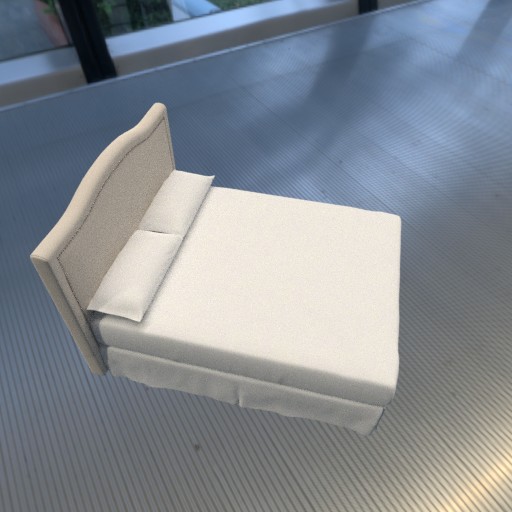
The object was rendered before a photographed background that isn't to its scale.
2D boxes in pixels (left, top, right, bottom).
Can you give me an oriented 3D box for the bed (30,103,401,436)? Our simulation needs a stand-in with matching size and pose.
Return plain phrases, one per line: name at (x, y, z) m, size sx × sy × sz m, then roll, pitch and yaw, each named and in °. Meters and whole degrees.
bed at (0.000, 0.000, 3.265) m, size 2.143 × 1.460 × 1.753 m, roll 10°, pitch 47°, yaw 9°
